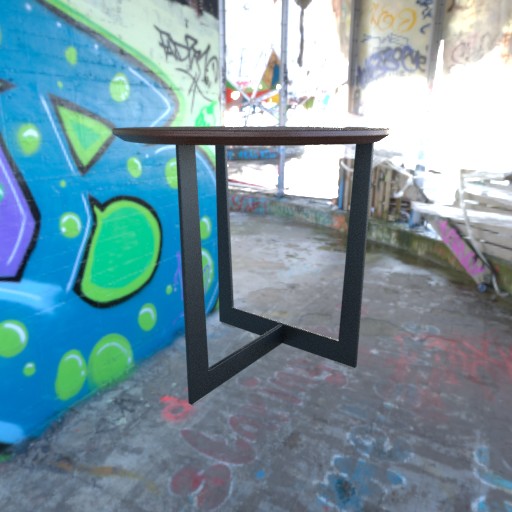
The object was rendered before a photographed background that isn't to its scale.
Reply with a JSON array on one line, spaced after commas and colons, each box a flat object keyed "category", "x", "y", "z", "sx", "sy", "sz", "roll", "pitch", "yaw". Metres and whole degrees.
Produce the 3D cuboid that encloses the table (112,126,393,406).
[{"category": "table", "x": 0.000, "y": 0.000, "z": 0.857, "sx": 0.477, "sy": 0.476, "sz": 0.494, "roll": 8, "pitch": 19, "yaw": 25}]
